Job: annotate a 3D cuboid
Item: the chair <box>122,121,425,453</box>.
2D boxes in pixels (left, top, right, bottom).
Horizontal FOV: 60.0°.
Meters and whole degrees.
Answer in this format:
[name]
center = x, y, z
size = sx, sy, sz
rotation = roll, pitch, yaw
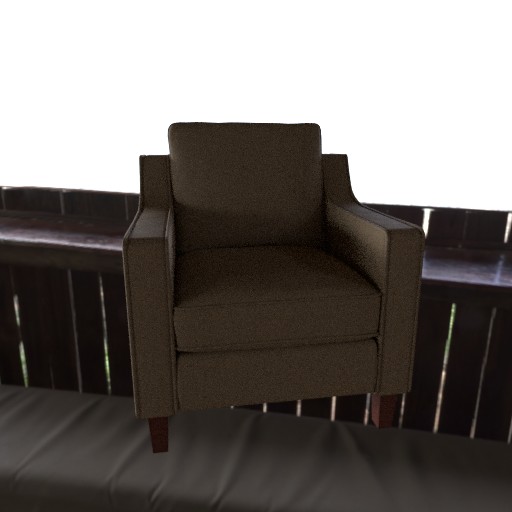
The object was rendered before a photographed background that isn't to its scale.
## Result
[chair]
center = 0.000, 0.000, 1.631
size = 0.831, 0.960, 0.909
rotation = -2, 15, -9
